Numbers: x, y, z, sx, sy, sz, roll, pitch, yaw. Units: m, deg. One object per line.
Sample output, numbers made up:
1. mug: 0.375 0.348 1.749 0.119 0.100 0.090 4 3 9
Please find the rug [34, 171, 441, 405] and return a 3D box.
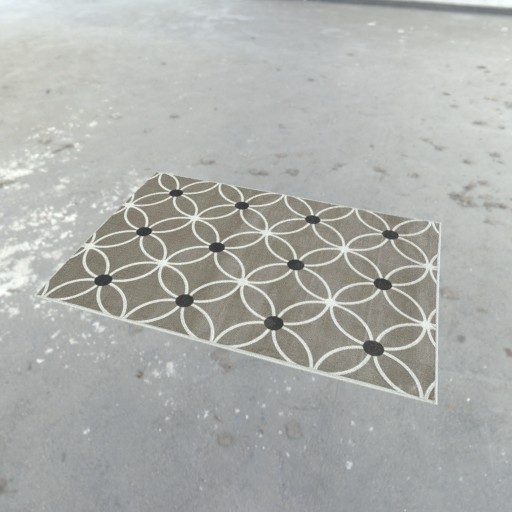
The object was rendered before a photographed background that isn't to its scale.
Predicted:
1. rug: 0.000 0.000 2.889 2.284 0.008 1.522 12 42 14
